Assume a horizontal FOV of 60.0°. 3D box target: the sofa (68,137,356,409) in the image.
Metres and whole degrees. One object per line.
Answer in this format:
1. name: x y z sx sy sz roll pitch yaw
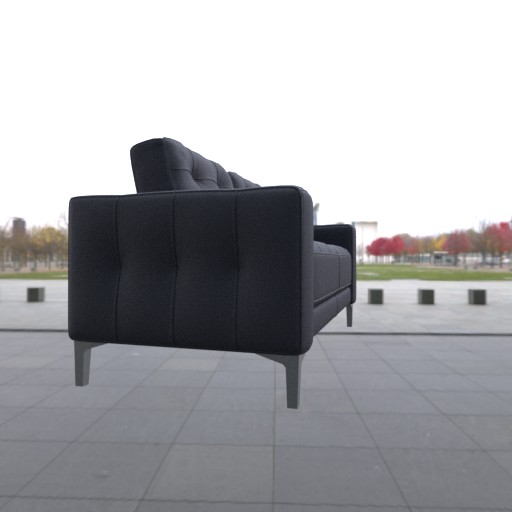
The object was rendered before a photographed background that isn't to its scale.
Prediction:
1. sofa: 0.000 0.000 2.179 0.833 0.893 1.726 0 0 18
